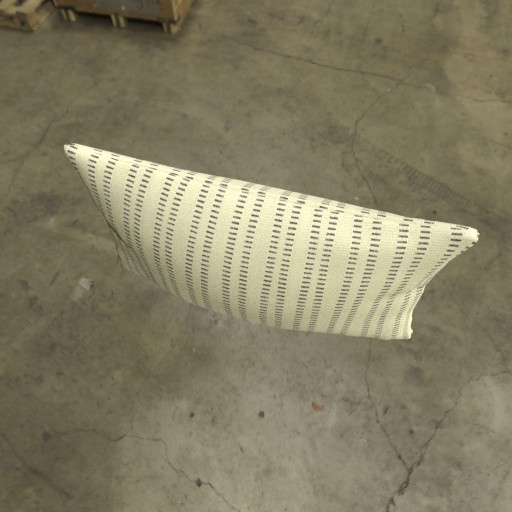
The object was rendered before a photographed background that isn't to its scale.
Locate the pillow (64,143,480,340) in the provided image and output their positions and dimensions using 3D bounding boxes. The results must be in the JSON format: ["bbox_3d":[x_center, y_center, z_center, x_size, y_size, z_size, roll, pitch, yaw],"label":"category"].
[{"bbox_3d":[0.000,0.000,0.787,0.640,0.353,0.210,14,58,9],"label":"pillow"}]
